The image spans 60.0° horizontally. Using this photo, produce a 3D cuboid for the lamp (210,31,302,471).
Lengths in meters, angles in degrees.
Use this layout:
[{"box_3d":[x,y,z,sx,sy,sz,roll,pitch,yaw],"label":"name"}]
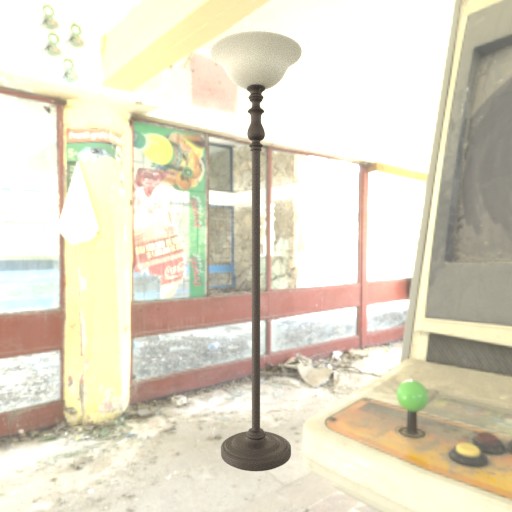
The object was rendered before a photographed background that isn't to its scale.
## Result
[{"box_3d":[0.000,0.000,1.978,0.405,1.797,0.405,0,1,-20],"label":"lamp"}]
